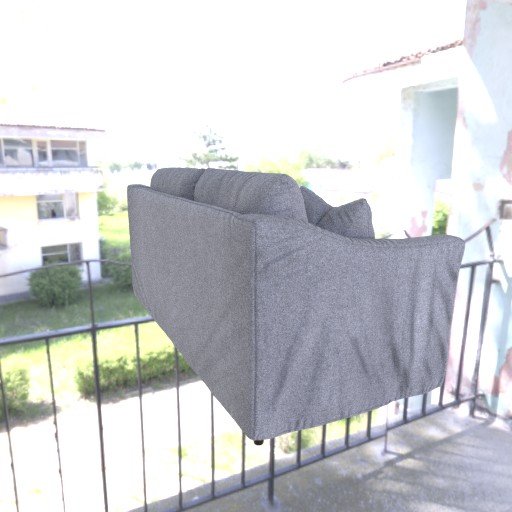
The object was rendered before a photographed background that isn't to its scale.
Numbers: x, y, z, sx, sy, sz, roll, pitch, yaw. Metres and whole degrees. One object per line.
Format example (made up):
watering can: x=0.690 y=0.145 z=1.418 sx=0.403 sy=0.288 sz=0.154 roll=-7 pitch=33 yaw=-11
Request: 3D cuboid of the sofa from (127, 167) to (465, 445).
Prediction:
sofa: x=0.000 y=0.000 z=2.589 sx=1.072 sy=1.018 sz=2.010 roll=-7 pitch=14 yaw=-27
